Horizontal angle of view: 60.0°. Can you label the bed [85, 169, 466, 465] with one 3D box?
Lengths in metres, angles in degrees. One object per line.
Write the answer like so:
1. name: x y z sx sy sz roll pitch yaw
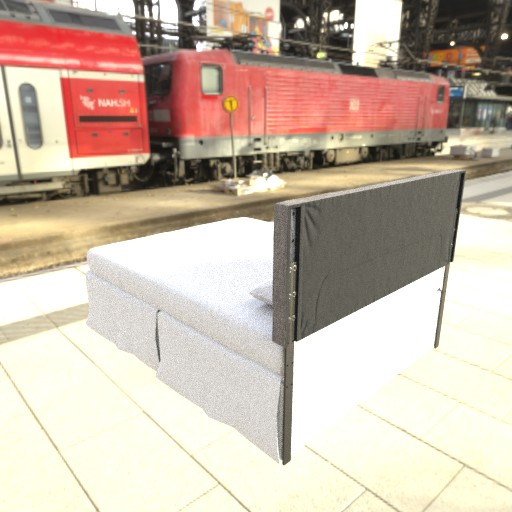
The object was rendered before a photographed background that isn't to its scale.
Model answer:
1. bed: 0.000 0.000 2.951 1.621 1.168 1.958 -16 24 -42
